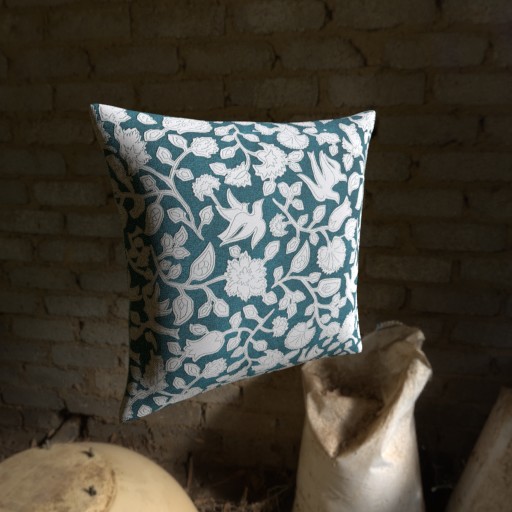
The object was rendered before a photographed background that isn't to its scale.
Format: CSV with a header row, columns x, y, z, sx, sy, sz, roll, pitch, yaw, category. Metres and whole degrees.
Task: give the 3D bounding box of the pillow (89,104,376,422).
x,y,z,sx,sy,sz,roll,pitch,yaw,category
0.000,0.000,0.797,0.525,0.508,0.166,-8,18,-27,pillow
